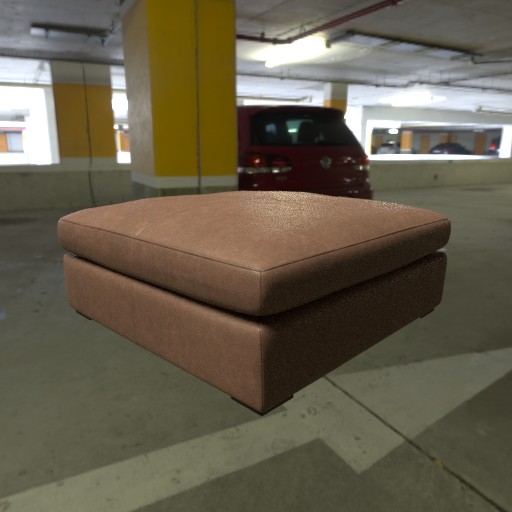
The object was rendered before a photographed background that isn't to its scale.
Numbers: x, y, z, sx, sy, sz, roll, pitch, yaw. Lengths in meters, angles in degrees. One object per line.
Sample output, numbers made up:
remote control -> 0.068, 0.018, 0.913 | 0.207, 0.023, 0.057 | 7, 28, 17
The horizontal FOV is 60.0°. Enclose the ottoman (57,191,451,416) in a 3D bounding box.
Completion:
ottoman -> 0.000, 0.000, 1.823 | 1.168, 0.490, 1.168 | 13, 19, 42
